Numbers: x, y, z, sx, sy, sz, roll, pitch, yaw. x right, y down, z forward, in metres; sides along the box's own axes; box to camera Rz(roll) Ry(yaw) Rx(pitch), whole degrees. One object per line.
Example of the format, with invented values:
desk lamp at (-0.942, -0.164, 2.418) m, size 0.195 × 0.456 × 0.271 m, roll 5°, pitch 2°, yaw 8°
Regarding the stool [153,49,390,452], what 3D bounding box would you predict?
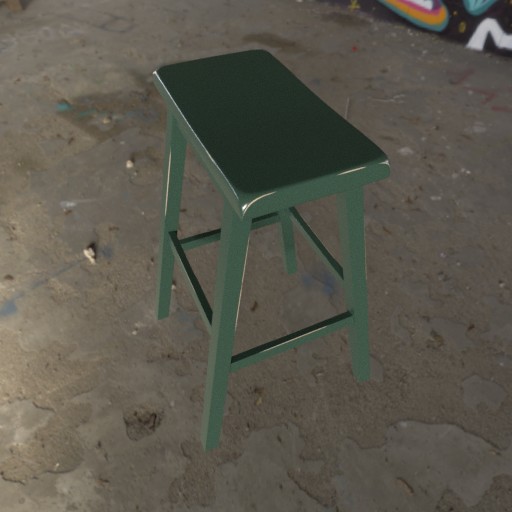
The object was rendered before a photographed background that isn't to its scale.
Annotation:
stool at (0.000, 0.000, 1.016) m, size 0.476 × 0.737 × 0.457 m, roll -18°, pitch 49°, yaw -16°
